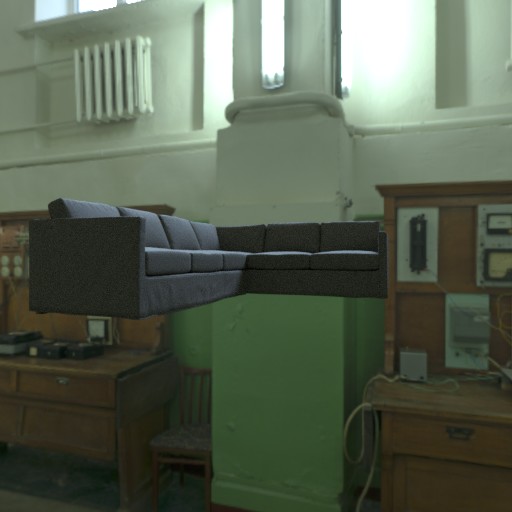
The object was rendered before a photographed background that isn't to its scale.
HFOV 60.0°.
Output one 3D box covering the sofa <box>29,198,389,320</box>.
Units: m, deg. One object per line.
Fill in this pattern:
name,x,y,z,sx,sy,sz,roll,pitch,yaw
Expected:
sofa,0.000,0.000,4.314,2.432,0.871,3.182,0,0,18
